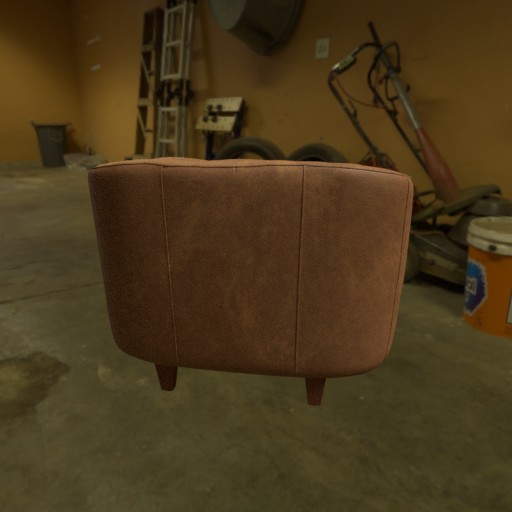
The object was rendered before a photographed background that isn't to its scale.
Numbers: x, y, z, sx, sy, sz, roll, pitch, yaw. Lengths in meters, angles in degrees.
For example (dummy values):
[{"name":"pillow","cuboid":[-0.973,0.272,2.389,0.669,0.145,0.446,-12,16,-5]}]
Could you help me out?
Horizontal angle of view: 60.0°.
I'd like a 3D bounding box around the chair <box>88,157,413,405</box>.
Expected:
[{"name":"chair","cuboid":[0.000,0.000,1.792,1.119,0.836,0.911,3,18,9]}]
